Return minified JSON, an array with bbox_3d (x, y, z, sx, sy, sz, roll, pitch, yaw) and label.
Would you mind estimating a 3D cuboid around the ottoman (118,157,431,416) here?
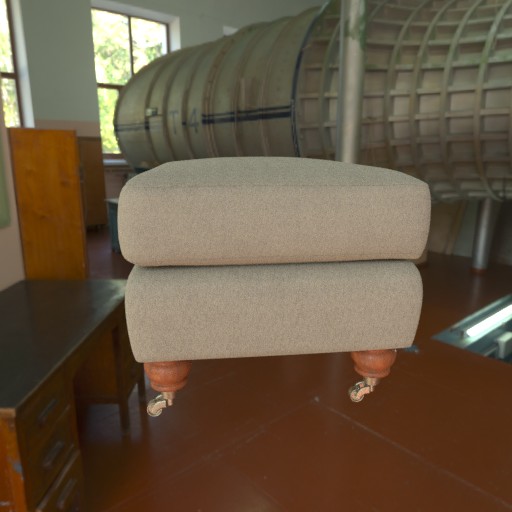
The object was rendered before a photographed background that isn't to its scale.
[{"bbox_3d":[0.000,0.000,1.157,0.569,0.504,0.773,-2,14,-7],"label":"ottoman"}]
